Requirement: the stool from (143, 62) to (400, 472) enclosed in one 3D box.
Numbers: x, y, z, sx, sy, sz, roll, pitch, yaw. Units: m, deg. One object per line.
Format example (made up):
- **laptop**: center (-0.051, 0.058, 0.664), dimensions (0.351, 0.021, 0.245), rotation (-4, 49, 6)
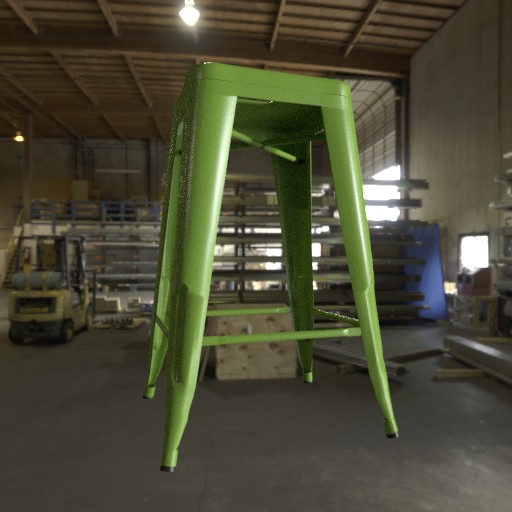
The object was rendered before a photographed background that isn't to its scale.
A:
- **stool**: center (0.000, 0.000, 0.846), dimensions (0.398, 0.609, 0.358), rotation (0, 0, -18)
